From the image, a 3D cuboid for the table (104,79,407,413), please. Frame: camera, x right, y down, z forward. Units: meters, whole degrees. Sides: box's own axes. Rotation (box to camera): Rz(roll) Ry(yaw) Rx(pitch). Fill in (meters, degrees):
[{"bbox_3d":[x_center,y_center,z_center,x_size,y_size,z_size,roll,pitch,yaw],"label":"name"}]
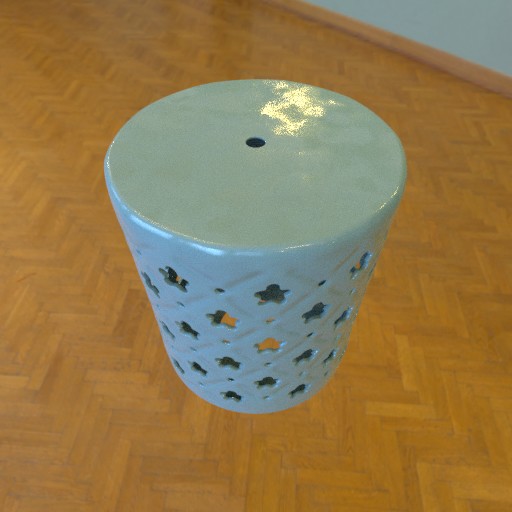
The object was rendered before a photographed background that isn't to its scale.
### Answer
[{"bbox_3d":[0.000,0.000,0.656,0.352,0.387,0.352,0,47,0],"label":"table"}]
